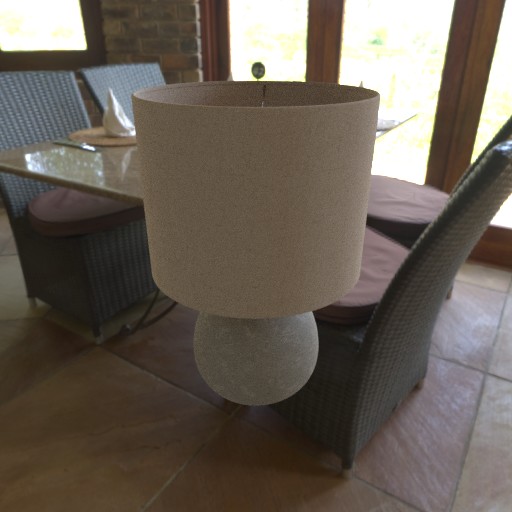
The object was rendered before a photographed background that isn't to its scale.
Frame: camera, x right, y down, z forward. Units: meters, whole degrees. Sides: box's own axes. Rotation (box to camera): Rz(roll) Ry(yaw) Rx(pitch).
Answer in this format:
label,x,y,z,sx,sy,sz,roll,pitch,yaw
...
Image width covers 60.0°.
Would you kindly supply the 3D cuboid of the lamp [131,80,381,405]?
label,x,y,z,sx,sy,sz,roll,pitch,yaw
lamp,0.000,0.000,0.581,0.269,0.409,0.269,18,31,32
